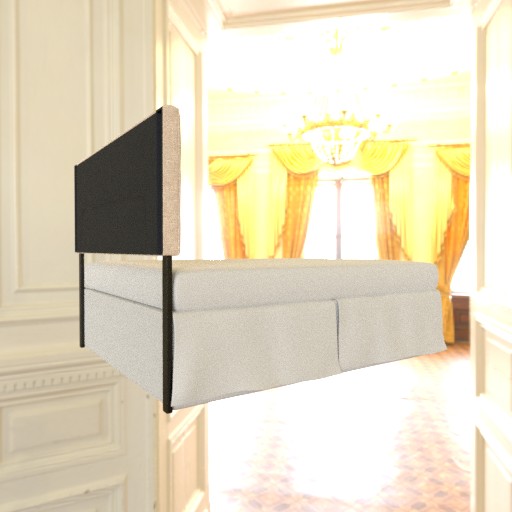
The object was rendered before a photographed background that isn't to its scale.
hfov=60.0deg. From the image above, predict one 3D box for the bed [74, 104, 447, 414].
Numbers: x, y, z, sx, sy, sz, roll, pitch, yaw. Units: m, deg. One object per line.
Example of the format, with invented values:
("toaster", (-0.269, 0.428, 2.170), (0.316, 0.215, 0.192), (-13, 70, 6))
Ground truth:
("bed", (0.000, 0.000, 2.994), (1.978, 1.270, 1.643), (-1, 1, -34))
